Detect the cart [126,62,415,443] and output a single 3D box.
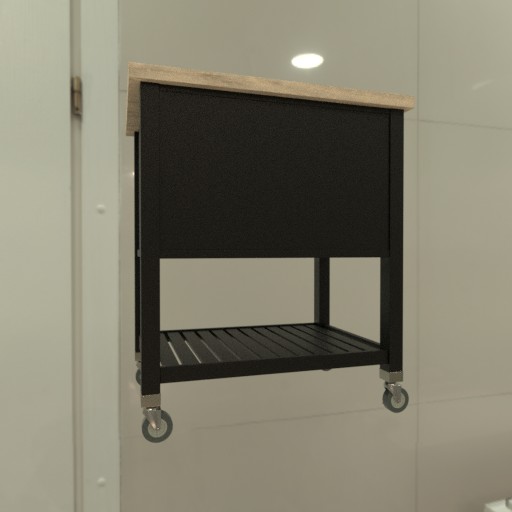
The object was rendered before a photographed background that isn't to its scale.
[{"bbox_3d":[0.000,0.000,1.431,0.797,0.920,0.567,0,1,-17],"label":"cart"}]
